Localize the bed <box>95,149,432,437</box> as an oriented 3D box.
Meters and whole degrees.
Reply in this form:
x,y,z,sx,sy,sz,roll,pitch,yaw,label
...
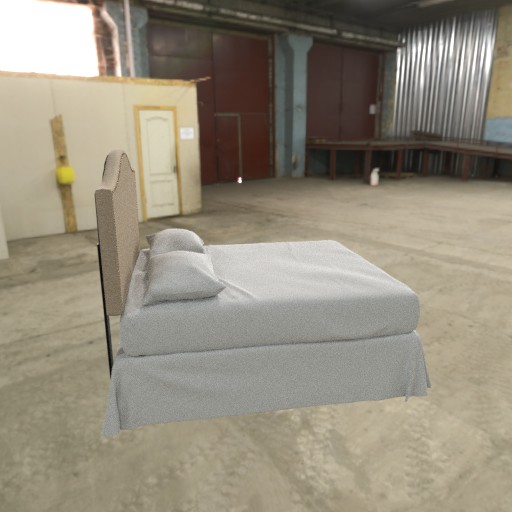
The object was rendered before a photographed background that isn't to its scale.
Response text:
x,y,z,sx,sy,sz,roll,pitch,yaw,label
0.000,0.000,3.495,2.221,1.645,1.876,-3,16,-10,bed
